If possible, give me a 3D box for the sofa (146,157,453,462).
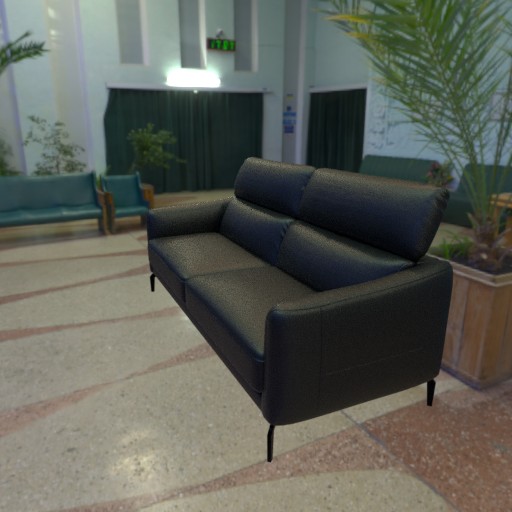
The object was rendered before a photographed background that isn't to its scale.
[{"bbox_3d":[0.000,0.000,2.477,0.856,0.957,2.069,-8,18,-24],"label":"sofa"}]
